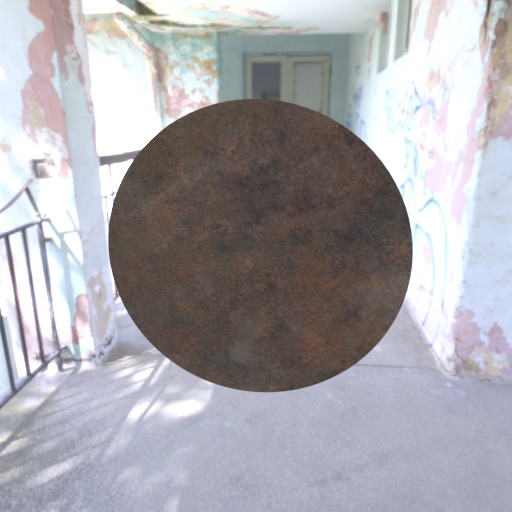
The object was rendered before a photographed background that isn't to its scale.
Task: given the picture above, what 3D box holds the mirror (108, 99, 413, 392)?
[{"bbox_3d":[0.000,0.000,0.878,0.585,0.585,0.061,2,18,7],"label":"mirror"}]
